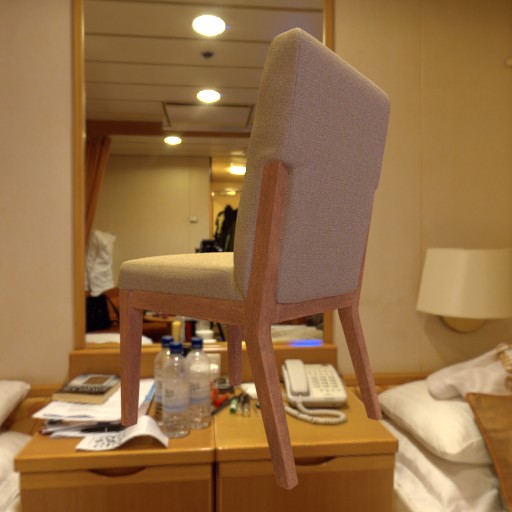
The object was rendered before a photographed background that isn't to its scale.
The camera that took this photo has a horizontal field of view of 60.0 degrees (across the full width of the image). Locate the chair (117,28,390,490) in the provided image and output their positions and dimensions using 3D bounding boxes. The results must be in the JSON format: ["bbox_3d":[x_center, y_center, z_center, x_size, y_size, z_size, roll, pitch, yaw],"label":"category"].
[{"bbox_3d":[0.000,0.000,1.212,0.586,0.911,0.507,0,1,37],"label":"chair"}]
